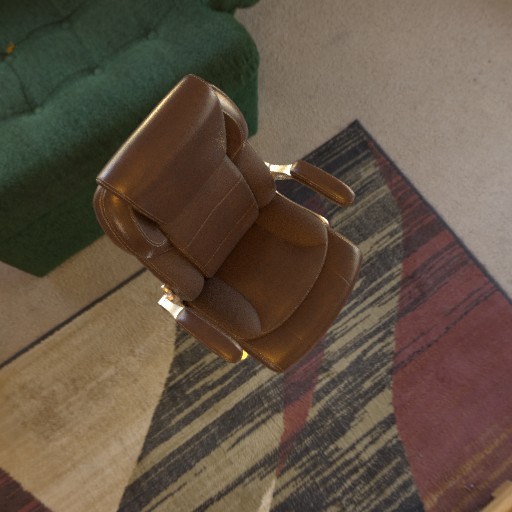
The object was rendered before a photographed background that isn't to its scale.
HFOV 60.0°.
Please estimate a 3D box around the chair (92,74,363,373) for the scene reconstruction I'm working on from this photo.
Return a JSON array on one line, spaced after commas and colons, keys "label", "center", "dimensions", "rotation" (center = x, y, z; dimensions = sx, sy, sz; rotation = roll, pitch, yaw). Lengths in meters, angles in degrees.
[{"label": "chair", "center": [0.000, 0.000, 1.635], "dimensions": [0.774, 1.160, 0.733], "rotation": [35, 78, 8]}]
